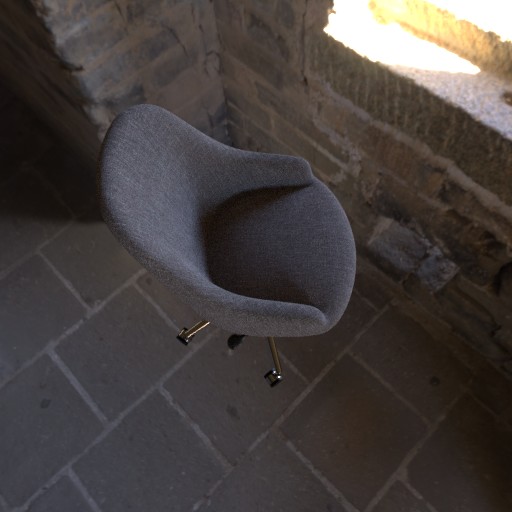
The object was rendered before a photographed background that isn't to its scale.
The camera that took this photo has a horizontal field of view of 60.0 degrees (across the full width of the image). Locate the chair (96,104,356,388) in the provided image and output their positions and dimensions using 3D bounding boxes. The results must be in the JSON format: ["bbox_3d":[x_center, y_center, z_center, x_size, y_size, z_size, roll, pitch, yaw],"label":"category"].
[{"bbox_3d":[0.000,0.000,1.405,0.712,0.950,0.671,-1,64,0],"label":"chair"}]
